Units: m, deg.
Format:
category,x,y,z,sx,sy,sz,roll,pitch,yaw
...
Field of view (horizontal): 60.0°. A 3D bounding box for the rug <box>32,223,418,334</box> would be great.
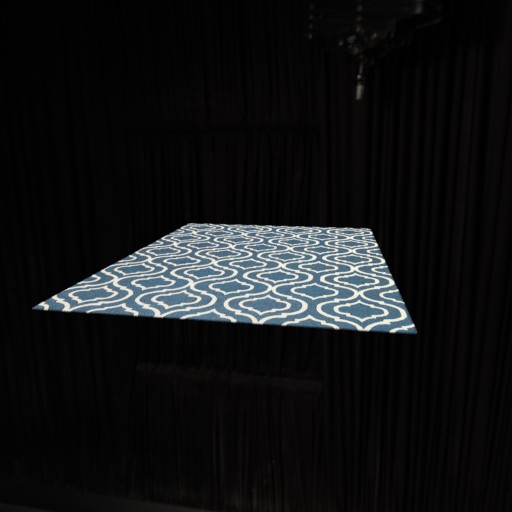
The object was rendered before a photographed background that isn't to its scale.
category,x,y,z,sx,sy,sz,roll,pitch,yaw
rug,0.000,0.000,4.323,2.438,0.010,3.353,2,14,9
